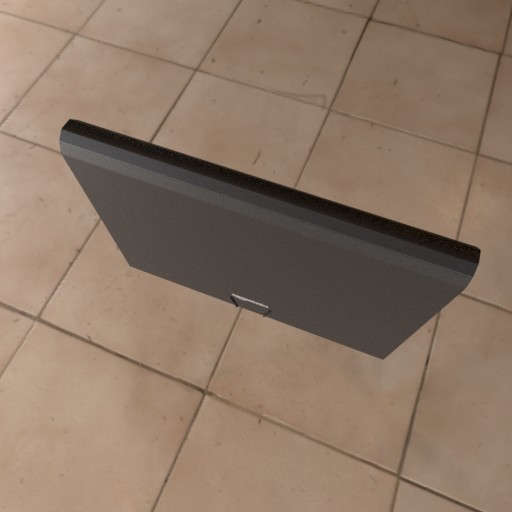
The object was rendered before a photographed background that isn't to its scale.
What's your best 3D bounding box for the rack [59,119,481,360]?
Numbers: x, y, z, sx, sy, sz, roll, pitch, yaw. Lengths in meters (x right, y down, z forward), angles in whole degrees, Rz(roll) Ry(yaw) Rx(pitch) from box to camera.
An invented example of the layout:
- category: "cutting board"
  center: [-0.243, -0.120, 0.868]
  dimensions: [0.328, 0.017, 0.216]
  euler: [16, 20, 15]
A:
- category: "rack"
  center: [0.000, 0.000, 0.439]
  dimensions: [0.330, 0.241, 0.041]
  euler: [19, 66, 9]
